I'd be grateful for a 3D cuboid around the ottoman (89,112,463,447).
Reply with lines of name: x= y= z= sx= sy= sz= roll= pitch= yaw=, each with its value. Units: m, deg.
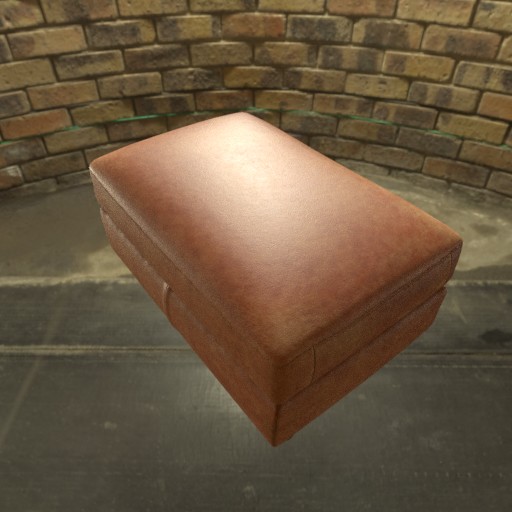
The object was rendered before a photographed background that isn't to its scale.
ottoman: x=0.000 y=0.000 z=1.203 sx=0.565 sy=0.507 sz=0.852 roll=-27 pitch=49 yaw=-27
